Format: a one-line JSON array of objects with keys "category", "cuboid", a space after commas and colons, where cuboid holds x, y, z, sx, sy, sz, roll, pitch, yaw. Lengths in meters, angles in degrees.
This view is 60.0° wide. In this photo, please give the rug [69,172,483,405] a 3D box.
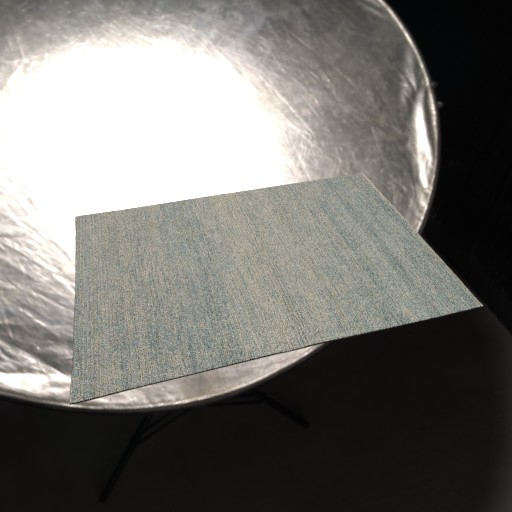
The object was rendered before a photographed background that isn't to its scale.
[{"category": "rug", "cuboid": [0.000, 0.000, 5.132, 4.078, 0.052, 2.802, -10, 42, -12]}]
